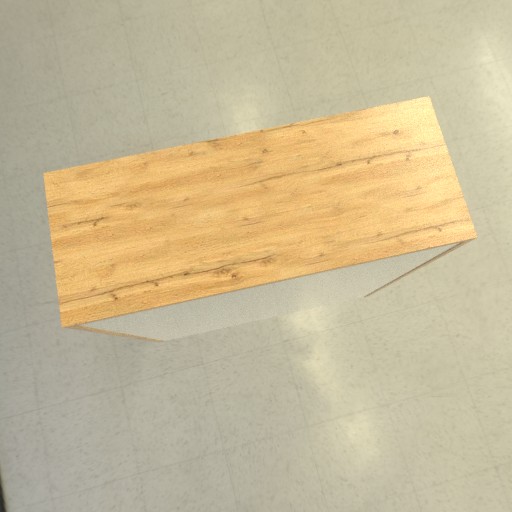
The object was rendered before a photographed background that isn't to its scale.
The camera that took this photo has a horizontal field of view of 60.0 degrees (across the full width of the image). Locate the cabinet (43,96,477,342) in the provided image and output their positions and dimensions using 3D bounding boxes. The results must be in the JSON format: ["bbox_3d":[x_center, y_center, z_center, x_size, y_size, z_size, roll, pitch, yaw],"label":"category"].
[{"bbox_3d":[0.000,0.000,1.946,1.168,1.397,0.473,-12,77,-3],"label":"cabinet"}]
